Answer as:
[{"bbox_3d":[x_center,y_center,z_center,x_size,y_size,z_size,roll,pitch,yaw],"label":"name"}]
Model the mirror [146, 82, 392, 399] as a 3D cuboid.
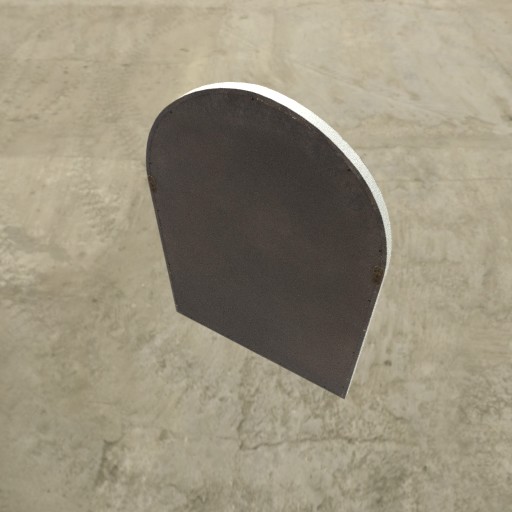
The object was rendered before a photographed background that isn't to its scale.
[{"bbox_3d":[0.000,0.000,1.175,0.660,0.920,0.032,23,51,21],"label":"mirror"}]
